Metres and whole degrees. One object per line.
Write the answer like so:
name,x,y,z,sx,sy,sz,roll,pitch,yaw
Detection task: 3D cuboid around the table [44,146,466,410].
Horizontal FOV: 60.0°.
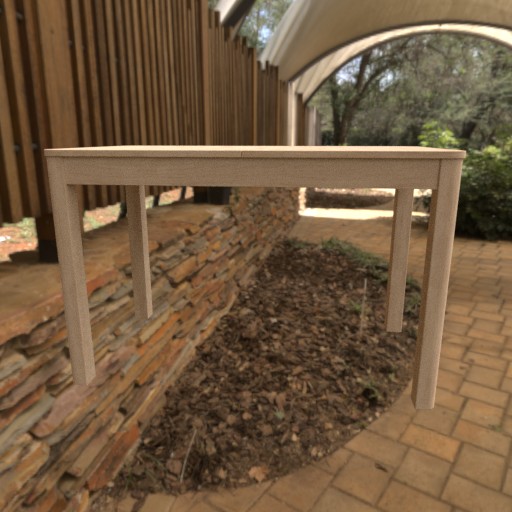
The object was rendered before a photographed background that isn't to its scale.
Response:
table,0.000,0.000,1.897,1.400,0.900,0.750,2,15,7
